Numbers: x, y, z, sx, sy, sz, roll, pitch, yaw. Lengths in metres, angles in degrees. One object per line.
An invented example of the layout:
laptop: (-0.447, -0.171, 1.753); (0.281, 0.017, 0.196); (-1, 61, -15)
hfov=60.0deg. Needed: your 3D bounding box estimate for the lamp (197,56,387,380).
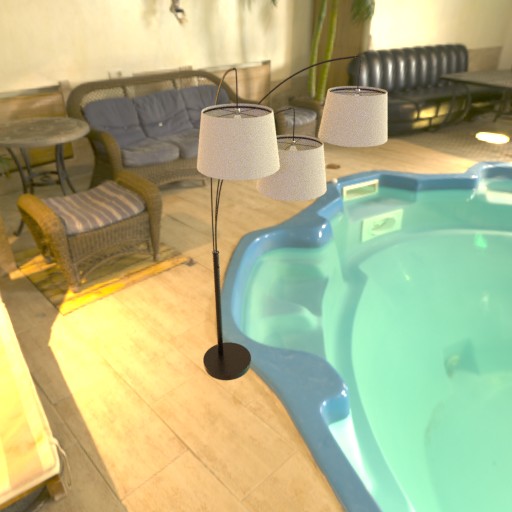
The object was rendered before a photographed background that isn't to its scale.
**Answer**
lamp: (0.000, 0.000, 2.351); (0.951, 1.950, 0.924); (-21, 36, -32)
